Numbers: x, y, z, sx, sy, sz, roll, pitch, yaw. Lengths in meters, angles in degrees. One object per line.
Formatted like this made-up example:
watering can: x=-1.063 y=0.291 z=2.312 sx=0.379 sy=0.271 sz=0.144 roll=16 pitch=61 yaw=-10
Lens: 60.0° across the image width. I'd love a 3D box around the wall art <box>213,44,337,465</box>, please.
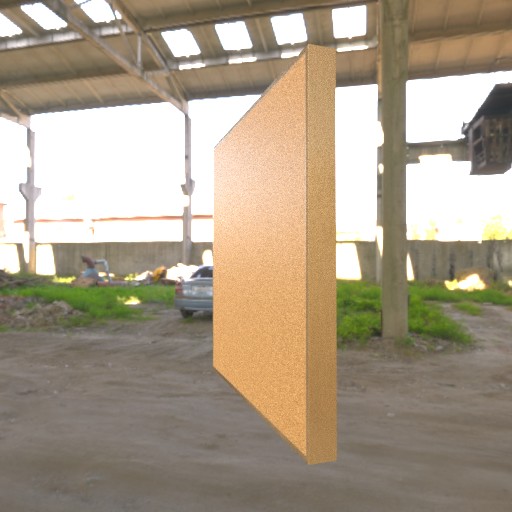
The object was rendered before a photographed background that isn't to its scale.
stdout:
wall art: x=0.000 y=0.000 z=0.786 sx=0.038 sy=0.511 sz=0.513 roll=0 pitch=-1 yaw=-19
